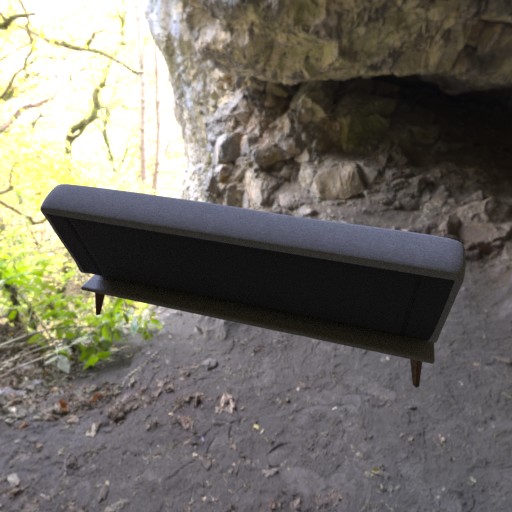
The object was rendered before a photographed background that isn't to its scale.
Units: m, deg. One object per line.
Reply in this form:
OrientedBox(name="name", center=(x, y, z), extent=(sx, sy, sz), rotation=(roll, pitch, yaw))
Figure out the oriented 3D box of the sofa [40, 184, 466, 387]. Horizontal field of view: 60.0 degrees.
OrientedBox(name="sofa", center=(0.000, 0.000, 2.273), extent=(1.800, 0.810, 0.860), rotation=(10, 33, 15))
